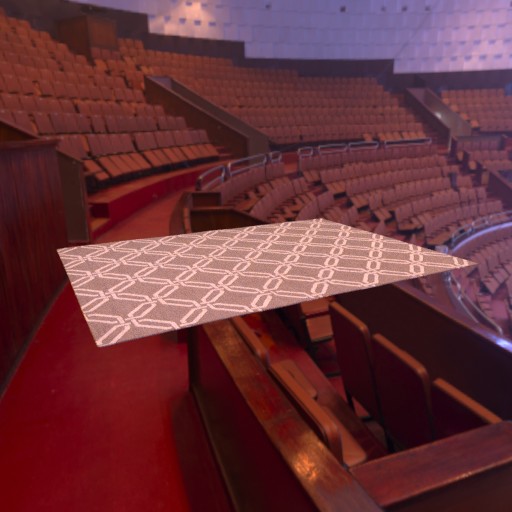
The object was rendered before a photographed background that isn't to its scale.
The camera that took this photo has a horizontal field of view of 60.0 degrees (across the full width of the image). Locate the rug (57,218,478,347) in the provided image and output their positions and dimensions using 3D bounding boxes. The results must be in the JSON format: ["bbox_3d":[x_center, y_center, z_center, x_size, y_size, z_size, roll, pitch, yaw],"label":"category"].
[{"bbox_3d":[0.000,0.000,4.379,3.419,0.020,2.441,-9,18,-27],"label":"rug"}]
